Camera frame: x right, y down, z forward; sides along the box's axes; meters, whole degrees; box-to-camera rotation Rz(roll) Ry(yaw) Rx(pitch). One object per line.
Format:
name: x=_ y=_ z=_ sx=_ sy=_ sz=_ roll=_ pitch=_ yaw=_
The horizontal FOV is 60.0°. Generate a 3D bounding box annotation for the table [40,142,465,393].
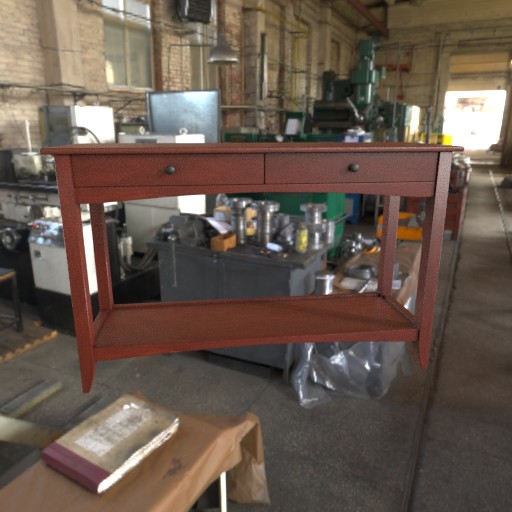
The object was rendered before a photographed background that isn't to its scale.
table: x=0.000 y=0.000 z=1.515 sx=1.188 sy=0.739 sz=0.392 roll=-2 pitch=16 yaw=-7
